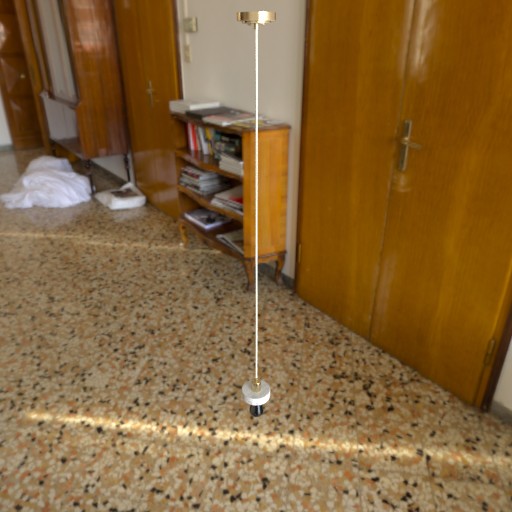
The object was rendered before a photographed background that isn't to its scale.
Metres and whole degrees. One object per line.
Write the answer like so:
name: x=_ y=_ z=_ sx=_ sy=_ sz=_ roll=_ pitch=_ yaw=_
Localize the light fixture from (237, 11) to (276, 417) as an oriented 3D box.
light fixture: x=0.000 y=0.000 z=1.733 sx=0.129 sy=1.669 sz=0.129 roll=8 pitch=27 yaw=16
